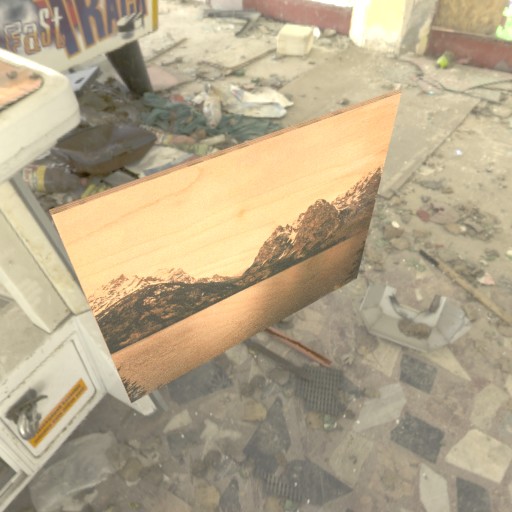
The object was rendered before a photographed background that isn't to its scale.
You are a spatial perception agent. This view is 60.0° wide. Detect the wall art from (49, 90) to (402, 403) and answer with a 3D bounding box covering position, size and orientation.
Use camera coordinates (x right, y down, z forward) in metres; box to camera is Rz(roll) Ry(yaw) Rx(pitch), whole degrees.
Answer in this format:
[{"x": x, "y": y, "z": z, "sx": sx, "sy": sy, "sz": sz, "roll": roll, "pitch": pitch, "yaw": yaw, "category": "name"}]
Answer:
[{"x": 0.000, "y": 0.000, "z": 0.699, "sx": 0.508, "sy": 0.408, "sz": 0.010, "roll": -25, "pitch": 50, "yaw": -23, "category": "wall art"}]
